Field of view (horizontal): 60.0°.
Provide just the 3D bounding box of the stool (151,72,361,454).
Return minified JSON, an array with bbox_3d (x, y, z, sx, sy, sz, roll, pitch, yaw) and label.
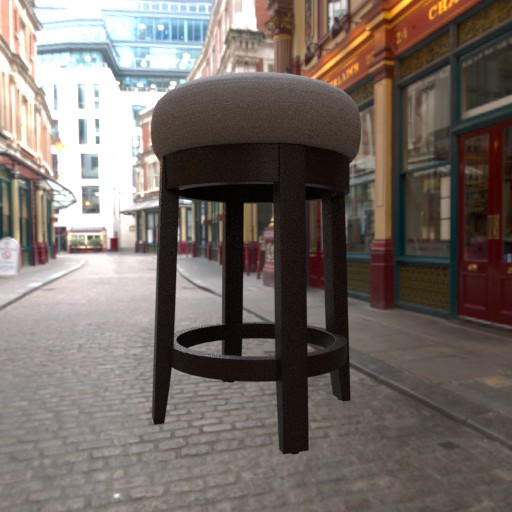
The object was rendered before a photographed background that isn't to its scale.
[{"bbox_3d":[0.000,0.000,0.963,0.443,0.672,0.443,0,1,0],"label":"stool"}]
